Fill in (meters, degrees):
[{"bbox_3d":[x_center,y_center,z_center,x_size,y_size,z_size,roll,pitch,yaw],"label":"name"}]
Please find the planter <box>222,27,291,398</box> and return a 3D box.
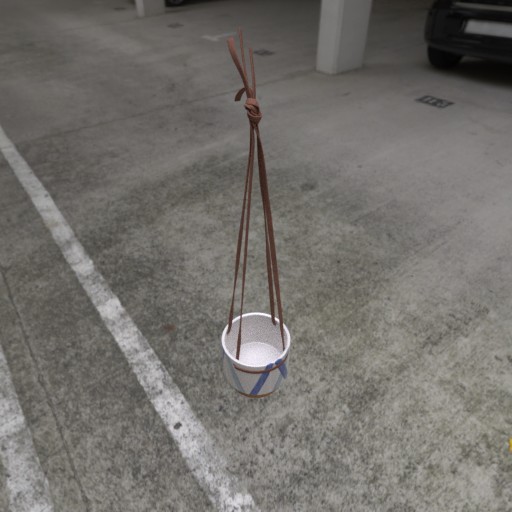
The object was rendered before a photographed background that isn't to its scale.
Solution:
[{"bbox_3d":[0.000,0.000,0.821,0.153,0.753,0.157,-25,46,-26],"label":"planter"}]
